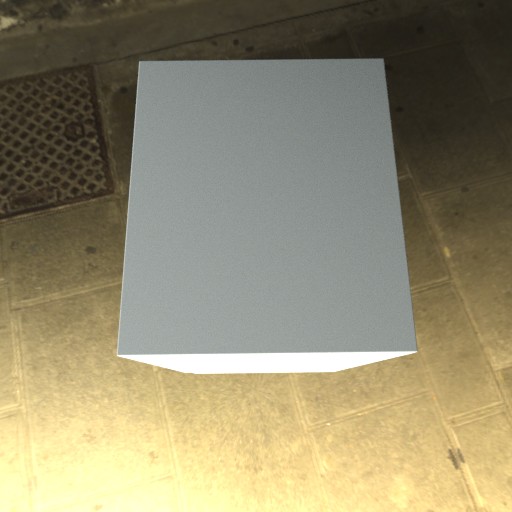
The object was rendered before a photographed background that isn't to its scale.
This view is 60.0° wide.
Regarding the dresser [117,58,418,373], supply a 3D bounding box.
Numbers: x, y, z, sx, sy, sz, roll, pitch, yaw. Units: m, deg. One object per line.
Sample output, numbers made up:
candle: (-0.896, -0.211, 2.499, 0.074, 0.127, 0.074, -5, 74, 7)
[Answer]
dresser: (0.000, 0.000, 0.824, 0.360, 0.560, 0.400, -1, 73, 0)
